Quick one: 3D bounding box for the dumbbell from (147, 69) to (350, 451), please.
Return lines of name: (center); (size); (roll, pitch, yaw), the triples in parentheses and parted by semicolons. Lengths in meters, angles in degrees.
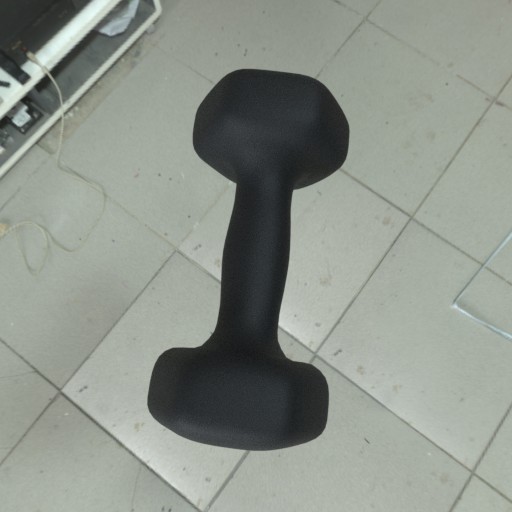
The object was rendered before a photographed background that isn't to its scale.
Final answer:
dumbbell: (0.000, 0.000, 0.292); (0.112, 0.101, 0.231); (7, 76, 2)
